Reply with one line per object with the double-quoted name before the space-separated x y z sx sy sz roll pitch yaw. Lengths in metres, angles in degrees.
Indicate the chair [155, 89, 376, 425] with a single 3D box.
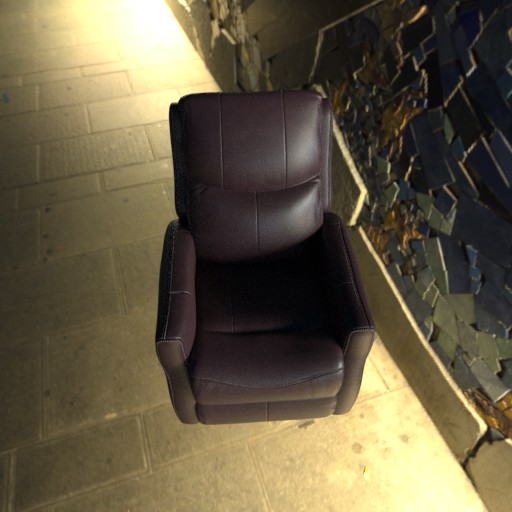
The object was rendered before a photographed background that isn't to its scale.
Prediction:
"chair" 0.000 0.000 1.830 0.829 1.030 1.080 -3 47 -3
